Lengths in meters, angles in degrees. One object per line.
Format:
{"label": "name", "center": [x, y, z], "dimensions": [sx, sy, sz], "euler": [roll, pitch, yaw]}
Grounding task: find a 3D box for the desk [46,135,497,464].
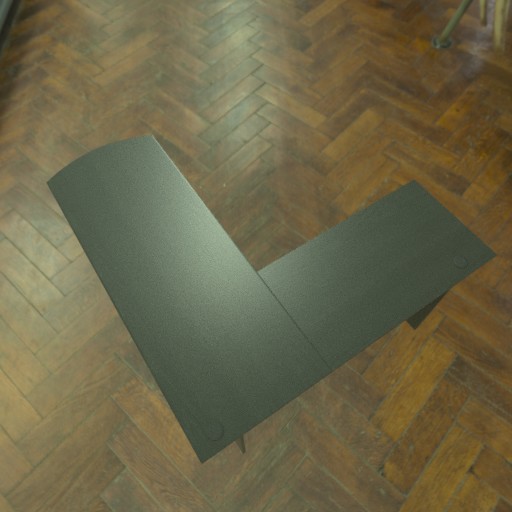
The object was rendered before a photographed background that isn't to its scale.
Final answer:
{"label": "desk", "center": [0.000, 0.000, 2.099], "dimensions": [1.303, 0.716, 1.361], "euler": [-30, 64, -16]}
